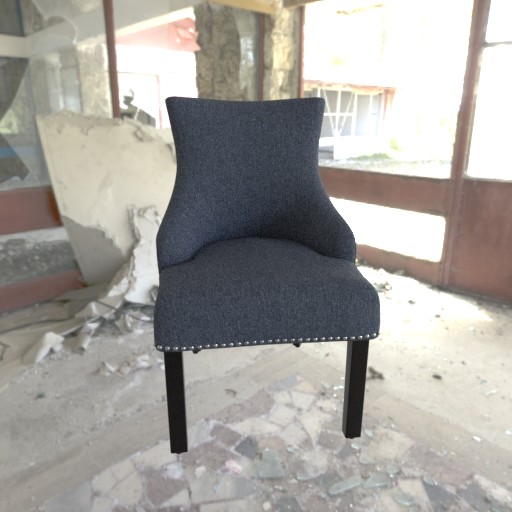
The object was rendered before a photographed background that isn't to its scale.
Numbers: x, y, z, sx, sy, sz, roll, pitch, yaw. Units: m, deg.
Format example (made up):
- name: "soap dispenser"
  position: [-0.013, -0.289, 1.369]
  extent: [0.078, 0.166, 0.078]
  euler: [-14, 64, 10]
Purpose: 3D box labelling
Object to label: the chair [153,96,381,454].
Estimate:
- name: "chair"
  position: [0.000, 0.000, 1.310]
  extent: [0.566, 0.909, 0.629]
  euler: [-2, 17, -7]
